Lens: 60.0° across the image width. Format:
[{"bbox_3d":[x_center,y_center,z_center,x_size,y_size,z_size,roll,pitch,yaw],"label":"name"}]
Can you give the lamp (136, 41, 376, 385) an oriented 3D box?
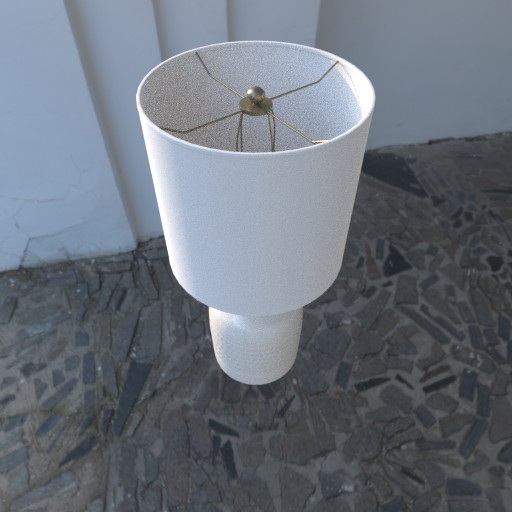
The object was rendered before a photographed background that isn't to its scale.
[{"bbox_3d":[0.000,0.000,0.496,0.188,0.392,0.188,1,47,1],"label":"lamp"}]
